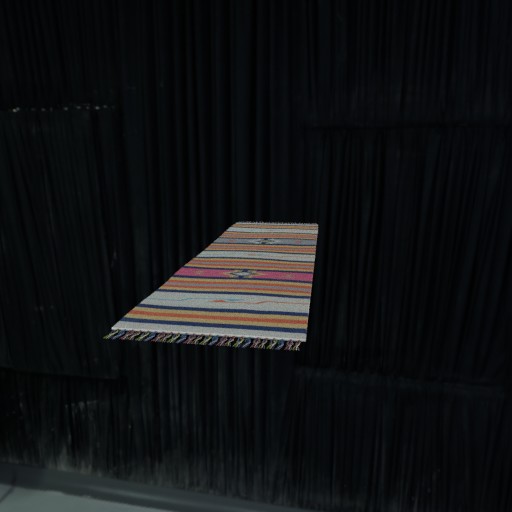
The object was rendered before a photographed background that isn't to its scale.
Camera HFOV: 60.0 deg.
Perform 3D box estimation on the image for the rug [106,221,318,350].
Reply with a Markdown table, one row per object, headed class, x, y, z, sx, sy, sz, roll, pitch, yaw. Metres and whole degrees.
| class | x | y | z | sx | sy | sz | roll | pitch | yaw |
| --- | --- | --- | --- | --- | --- | --- | --- | --- | --- |
| rug | 0.000 | 0.000 | 2.648 | 0.695 | 0.017 | 2.455 | 2 | 14 | 9 |
